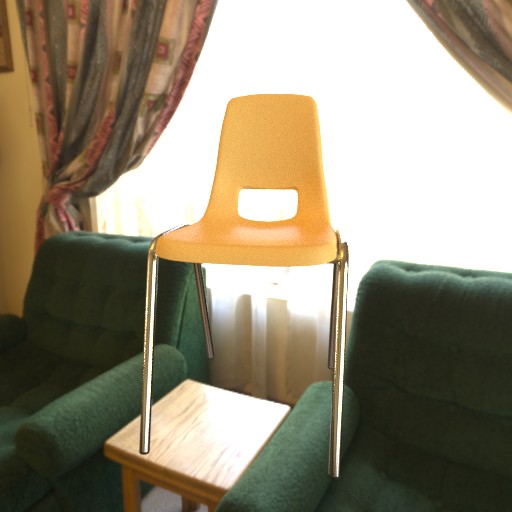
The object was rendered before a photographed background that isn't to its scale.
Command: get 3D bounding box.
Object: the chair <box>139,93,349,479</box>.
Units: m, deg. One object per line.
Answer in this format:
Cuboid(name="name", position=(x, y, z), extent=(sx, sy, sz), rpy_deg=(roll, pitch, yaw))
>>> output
Cuboid(name="chair", position=(0.000, 0.000, 0.942), extent=(0.381, 0.704, 0.436), rpy_deg=(2, 14, 10))
